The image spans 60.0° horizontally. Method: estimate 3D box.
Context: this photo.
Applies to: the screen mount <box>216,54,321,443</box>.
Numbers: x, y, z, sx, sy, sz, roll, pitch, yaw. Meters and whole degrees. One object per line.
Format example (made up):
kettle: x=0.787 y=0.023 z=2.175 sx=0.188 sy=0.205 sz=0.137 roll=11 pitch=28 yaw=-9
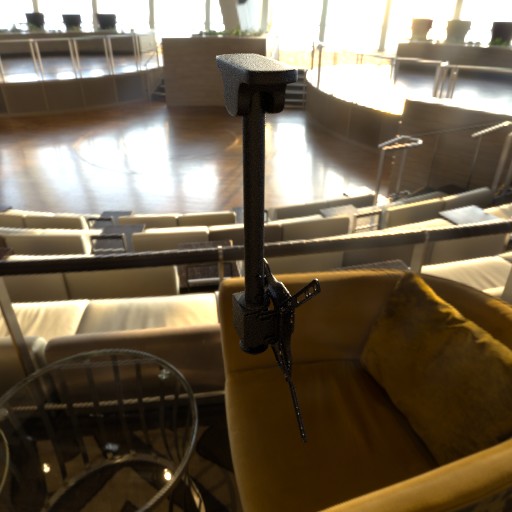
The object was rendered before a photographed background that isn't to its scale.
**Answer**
screen mount: x=0.000 y=0.000 z=0.898 sx=0.090 sy=0.729 sz=0.393 roll=-10 pitch=32 yaw=-17
